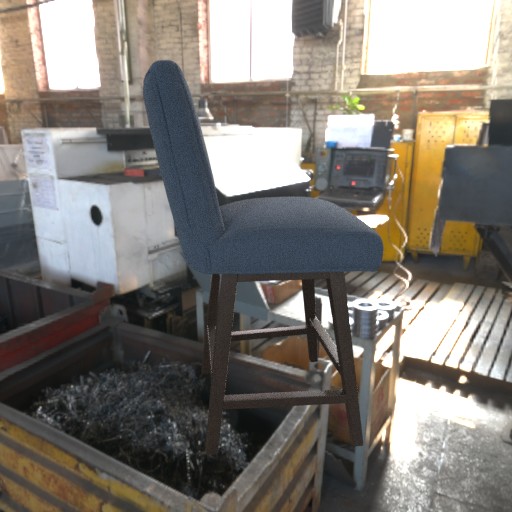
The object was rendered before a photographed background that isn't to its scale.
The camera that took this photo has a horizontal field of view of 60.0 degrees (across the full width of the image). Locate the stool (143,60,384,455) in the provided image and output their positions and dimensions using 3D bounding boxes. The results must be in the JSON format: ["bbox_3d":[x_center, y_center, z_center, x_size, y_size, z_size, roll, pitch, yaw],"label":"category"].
[{"bbox_3d":[0.000,0.000,1.306,0.574,1.000,0.514,-2,17,-8],"label":"stool"}]
